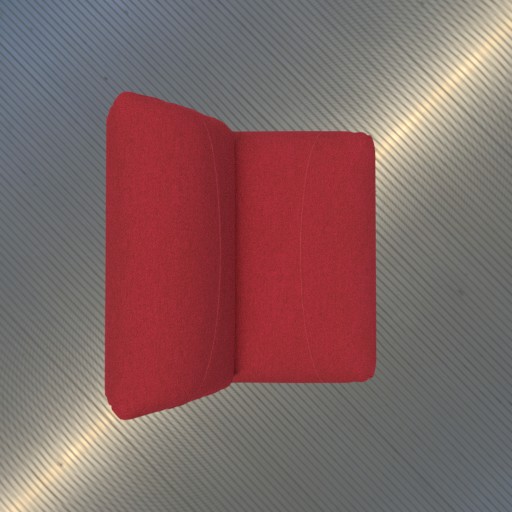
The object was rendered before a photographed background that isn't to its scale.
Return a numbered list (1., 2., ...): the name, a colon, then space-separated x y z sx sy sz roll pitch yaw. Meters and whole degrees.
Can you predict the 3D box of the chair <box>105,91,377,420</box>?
1. chair: 0.000 0.000 1.335 0.780 0.580 0.820 0 89 2
